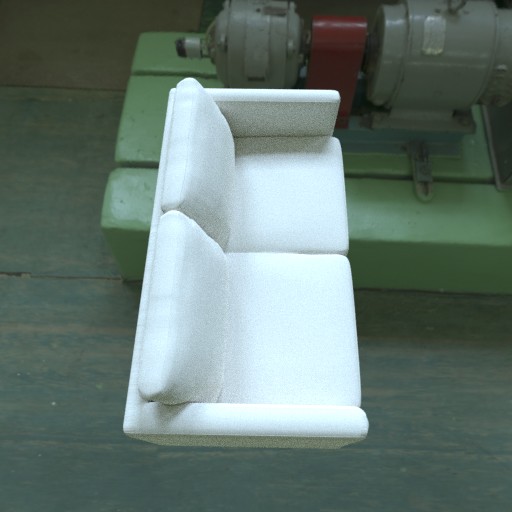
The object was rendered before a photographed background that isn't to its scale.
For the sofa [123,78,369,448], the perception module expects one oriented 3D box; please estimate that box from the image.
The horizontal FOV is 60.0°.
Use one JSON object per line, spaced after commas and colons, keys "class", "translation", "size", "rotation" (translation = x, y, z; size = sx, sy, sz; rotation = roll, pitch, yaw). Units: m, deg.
{"class": "sofa", "translation": [0.000, 0.000, 2.184], "size": [0.940, 0.893, 1.713], "rotation": [1, 65, 0]}
